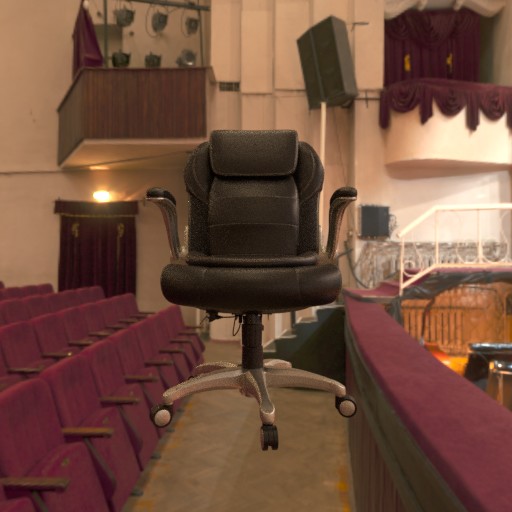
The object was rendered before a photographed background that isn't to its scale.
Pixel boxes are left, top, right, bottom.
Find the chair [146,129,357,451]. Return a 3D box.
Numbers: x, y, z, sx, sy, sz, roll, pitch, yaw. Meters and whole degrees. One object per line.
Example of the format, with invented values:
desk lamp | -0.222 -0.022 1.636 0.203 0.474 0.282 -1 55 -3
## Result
chair | 0.000 0.000 1.669 0.724 1.141 0.801 0 -1 1
